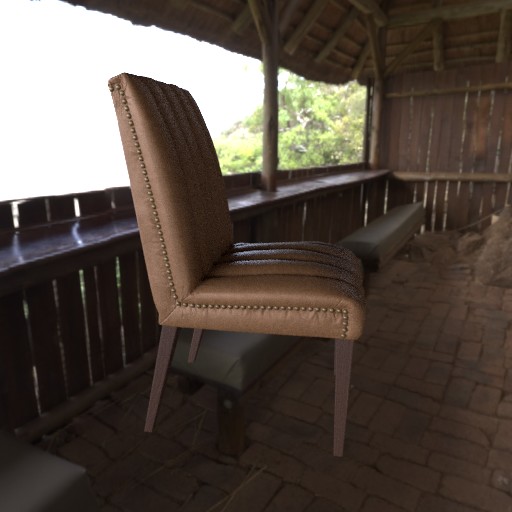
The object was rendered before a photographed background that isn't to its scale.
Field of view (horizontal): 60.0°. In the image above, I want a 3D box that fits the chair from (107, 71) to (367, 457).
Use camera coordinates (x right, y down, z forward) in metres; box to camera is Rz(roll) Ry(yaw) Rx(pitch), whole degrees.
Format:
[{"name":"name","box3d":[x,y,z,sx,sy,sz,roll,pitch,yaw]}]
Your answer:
[{"name":"chair","box3d":[0.000,0.000,1.358,0.647,1.016,0.511,3,16,9]}]
